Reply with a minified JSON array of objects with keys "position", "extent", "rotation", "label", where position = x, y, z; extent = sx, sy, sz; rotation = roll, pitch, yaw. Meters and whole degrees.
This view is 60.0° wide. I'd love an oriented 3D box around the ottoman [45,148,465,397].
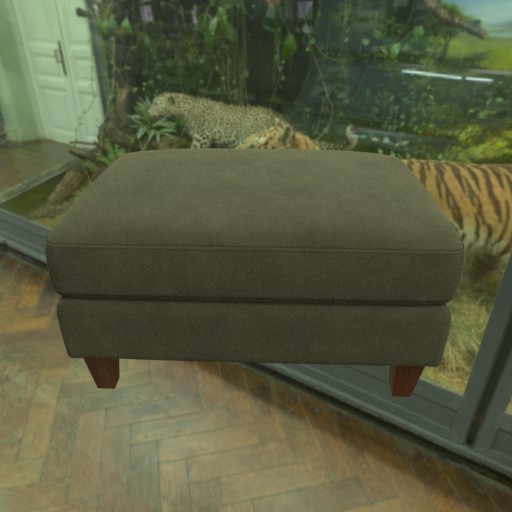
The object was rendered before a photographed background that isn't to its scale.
[{"position":[0.000,0.000,1.187],"extent":[0.864,0.483,0.584],"rotation":[1,31,2],"label":"ottoman"}]
